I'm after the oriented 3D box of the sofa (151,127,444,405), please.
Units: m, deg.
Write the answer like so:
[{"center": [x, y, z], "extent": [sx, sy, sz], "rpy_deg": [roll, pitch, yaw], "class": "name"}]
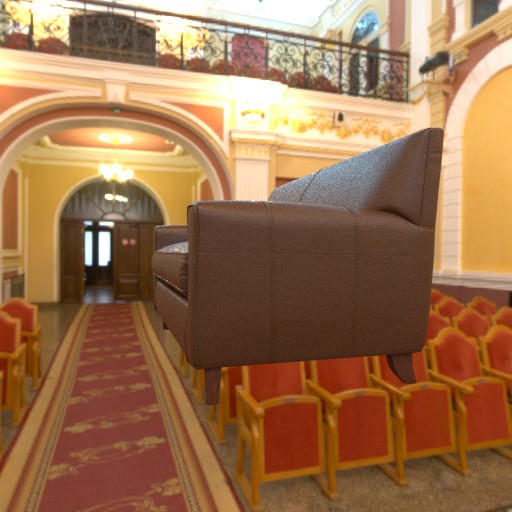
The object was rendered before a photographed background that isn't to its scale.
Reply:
[{"center": [0.000, 0.000, 2.033], "extent": [0.853, 0.859, 1.468], "rpy_deg": [0, 1, -17], "class": "sofa"}]
